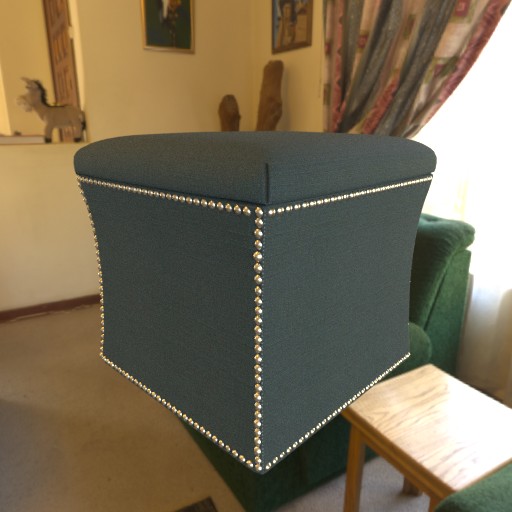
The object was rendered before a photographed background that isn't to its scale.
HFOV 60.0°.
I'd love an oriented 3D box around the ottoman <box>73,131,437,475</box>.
[{"bbox_3d":[0.000,0.000,0.877,0.507,0.475,0.497,16,23,42],"label":"ottoman"}]
